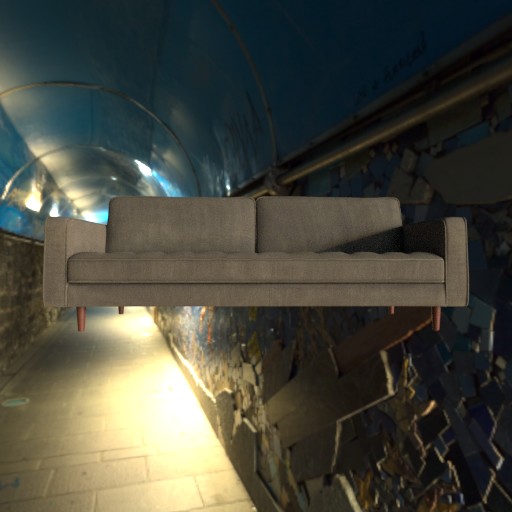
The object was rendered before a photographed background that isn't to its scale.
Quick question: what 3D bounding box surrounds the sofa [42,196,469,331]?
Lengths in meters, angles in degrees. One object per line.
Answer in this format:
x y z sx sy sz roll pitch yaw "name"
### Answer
0.000 0.000 2.766 2.295 0.813 0.923 0 -1 -1 "sofa"
